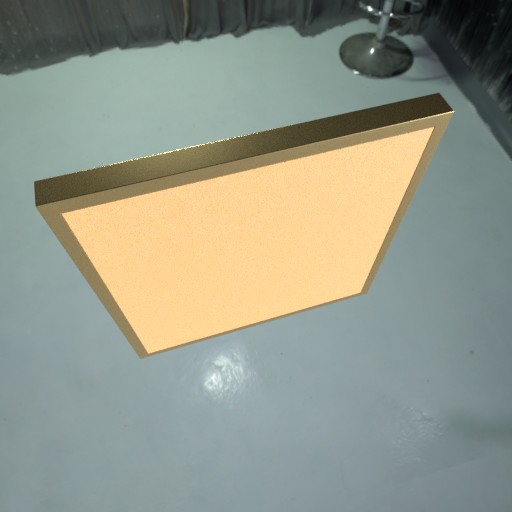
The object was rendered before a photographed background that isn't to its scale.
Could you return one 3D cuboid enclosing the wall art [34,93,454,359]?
[{"bbox_3d":[0.000,0.000,0.445,0.305,0.305,0.023,-15,60,-9],"label":"wall art"}]
